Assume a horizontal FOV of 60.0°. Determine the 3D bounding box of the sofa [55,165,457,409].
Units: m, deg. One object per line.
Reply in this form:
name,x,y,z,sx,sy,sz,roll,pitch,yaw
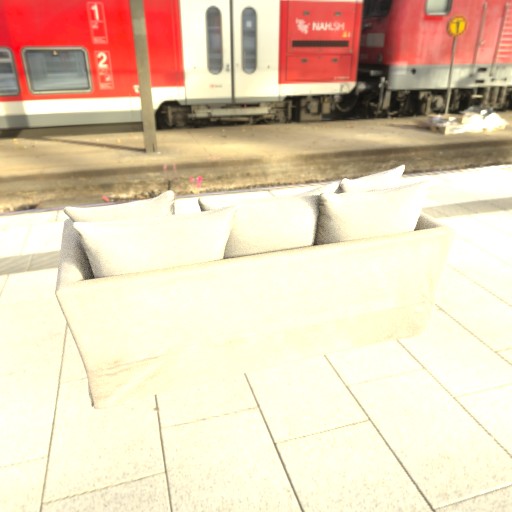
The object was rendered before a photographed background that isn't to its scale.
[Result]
sofa,0.000,0.000,2.873,2.290,1.034,1.031,-9,27,-17
